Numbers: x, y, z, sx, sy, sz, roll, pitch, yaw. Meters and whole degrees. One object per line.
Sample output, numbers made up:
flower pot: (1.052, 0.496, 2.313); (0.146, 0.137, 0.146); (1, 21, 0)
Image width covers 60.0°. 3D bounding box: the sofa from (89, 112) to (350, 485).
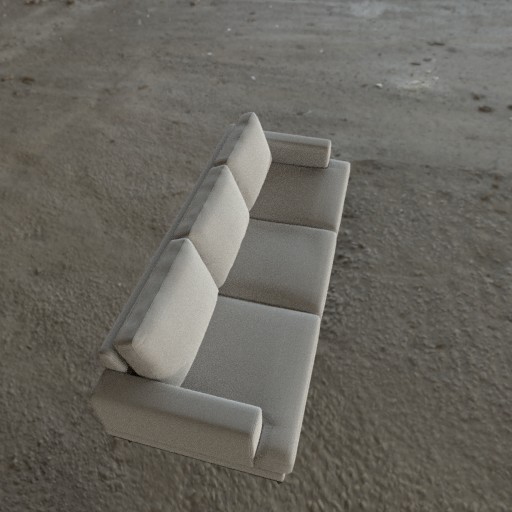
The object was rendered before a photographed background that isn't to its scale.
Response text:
sofa: (0.000, 0.000, 2.700); (0.920, 0.810, 2.310); (11, 47, 10)
